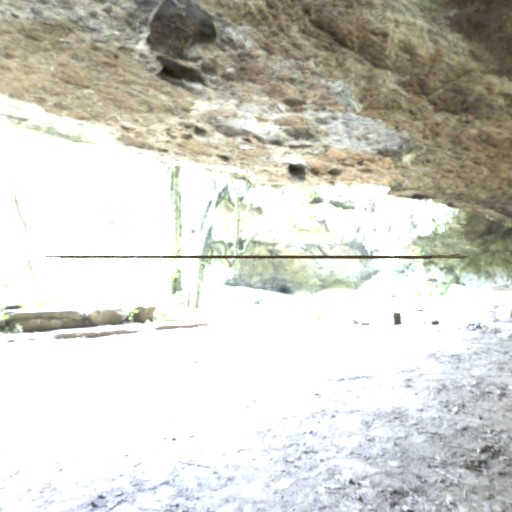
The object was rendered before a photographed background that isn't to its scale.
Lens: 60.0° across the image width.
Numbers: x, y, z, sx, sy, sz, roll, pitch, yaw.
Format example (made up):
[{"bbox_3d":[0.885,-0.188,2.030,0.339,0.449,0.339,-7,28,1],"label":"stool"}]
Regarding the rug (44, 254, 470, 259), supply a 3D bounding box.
[{"bbox_3d":[0.000,0.000,2.094,1.718,0.017,0.905,0,0,17],"label":"rug"}]
